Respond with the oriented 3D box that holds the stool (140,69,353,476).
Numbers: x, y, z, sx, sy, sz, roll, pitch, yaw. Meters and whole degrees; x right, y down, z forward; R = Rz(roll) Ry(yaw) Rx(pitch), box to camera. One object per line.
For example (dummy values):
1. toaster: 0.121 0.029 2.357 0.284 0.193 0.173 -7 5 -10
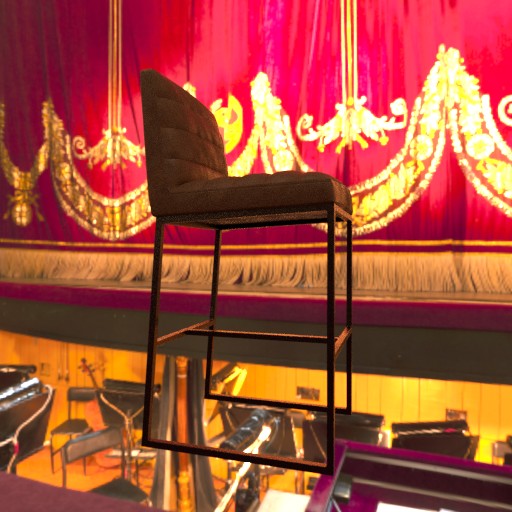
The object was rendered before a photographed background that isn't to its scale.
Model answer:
1. stool: 0.000 0.000 1.363 0.562 1.065 0.463 0 1 18
